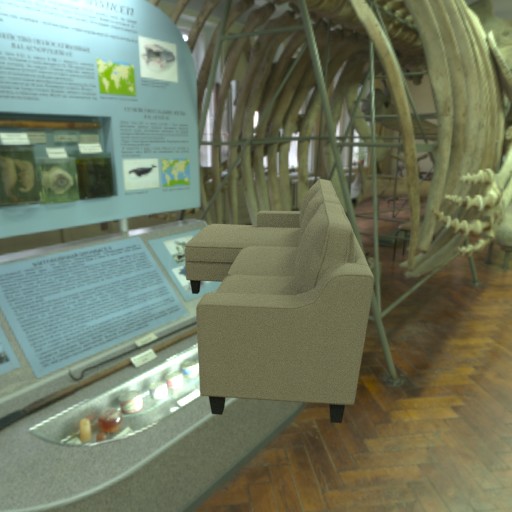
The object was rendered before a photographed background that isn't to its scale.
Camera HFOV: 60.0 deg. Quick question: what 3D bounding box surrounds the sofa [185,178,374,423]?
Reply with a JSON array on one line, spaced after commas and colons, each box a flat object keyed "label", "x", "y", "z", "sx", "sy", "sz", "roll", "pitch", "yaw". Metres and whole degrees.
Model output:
[{"label": "sofa", "x": 0.000, "y": 0.000, "z": 3.191, "sx": 1.294, "sy": 0.928, "sz": 2.561, "roll": 2, "pitch": 15, "yaw": 6}]
